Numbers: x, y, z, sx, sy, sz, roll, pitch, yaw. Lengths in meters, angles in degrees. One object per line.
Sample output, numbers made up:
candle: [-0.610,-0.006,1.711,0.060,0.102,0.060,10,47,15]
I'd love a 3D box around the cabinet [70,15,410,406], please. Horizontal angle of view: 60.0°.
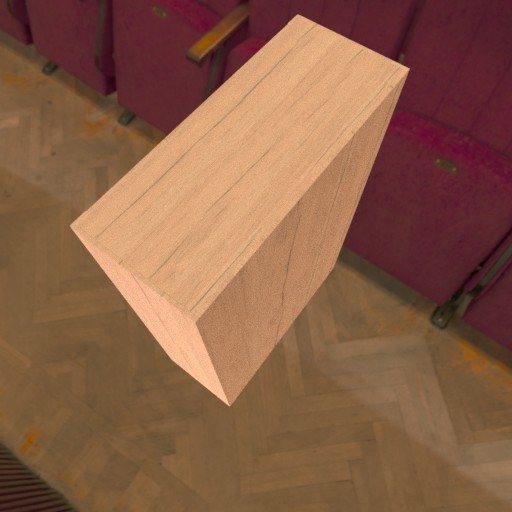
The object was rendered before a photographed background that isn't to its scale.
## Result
cabinet: [0.000,0.000,2.646,0.580,2.070,1.400,34,69,15]
